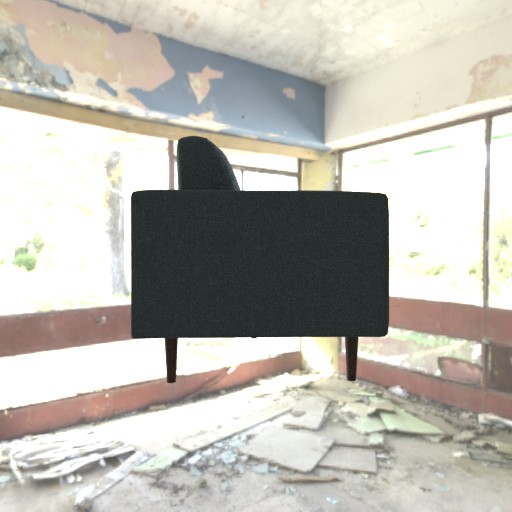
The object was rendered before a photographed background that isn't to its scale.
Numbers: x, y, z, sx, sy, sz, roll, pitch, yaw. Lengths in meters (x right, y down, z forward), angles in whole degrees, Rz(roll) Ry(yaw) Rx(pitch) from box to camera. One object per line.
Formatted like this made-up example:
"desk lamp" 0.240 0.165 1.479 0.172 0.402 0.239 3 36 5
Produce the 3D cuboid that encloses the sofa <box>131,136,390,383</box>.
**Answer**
"sofa" 0.000 0.000 2.537 0.935 0.945 2.013 0 1 -2
